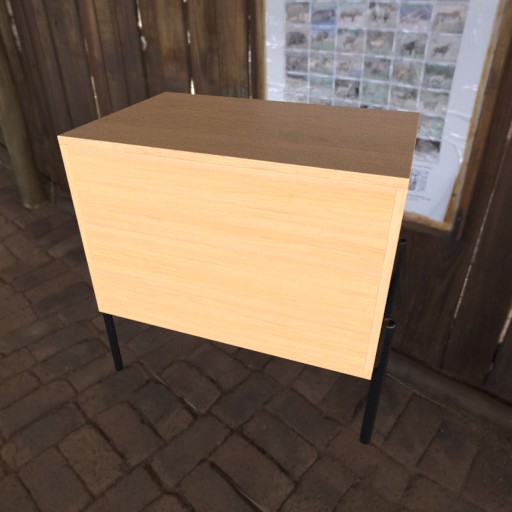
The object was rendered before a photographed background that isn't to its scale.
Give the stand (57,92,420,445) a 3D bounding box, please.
[{"bbox_3d":[0.000,0.000,0.997,0.630,0.600,0.400,11,33,17],"label":"stand"}]
